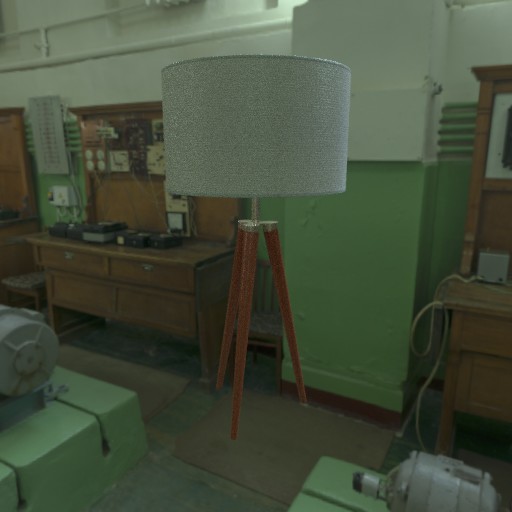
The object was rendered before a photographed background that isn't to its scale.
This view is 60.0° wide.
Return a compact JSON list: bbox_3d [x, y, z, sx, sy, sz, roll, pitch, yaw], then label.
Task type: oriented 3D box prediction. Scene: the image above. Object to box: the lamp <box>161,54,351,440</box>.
[{"bbox_3d":[0.000,0.000,0.924,0.355,0.709,0.354,7,15,26],"label":"lamp"}]
